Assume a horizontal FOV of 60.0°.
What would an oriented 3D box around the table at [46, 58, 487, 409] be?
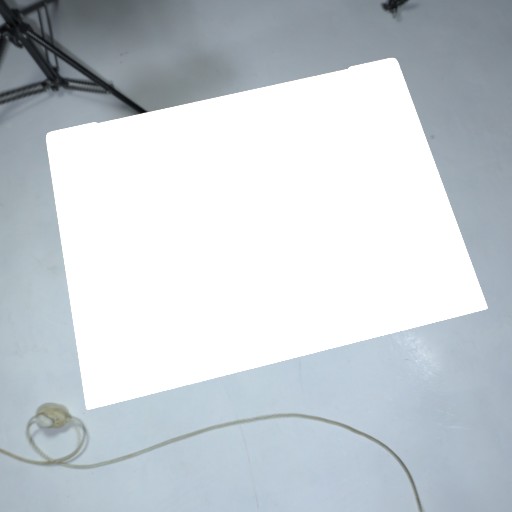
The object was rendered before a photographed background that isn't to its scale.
[{"bbox_3d":[0.000,0.000,0.902,0.570,0.510,0.420,-13,77,-3],"label":"table"}]
